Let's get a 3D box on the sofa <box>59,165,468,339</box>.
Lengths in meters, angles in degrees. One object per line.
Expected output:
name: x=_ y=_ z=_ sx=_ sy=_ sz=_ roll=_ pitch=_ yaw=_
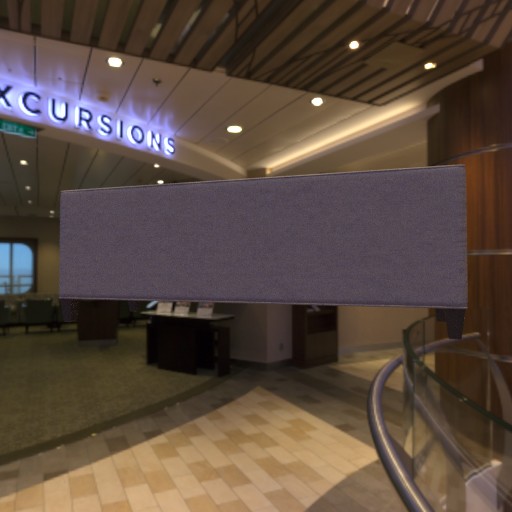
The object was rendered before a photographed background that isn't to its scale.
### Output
sofa: x=0.000 y=0.000 z=2.598 sx=2.159 sy=0.762 sz=0.775 roll=-1 pitch=-2 yaw=18
